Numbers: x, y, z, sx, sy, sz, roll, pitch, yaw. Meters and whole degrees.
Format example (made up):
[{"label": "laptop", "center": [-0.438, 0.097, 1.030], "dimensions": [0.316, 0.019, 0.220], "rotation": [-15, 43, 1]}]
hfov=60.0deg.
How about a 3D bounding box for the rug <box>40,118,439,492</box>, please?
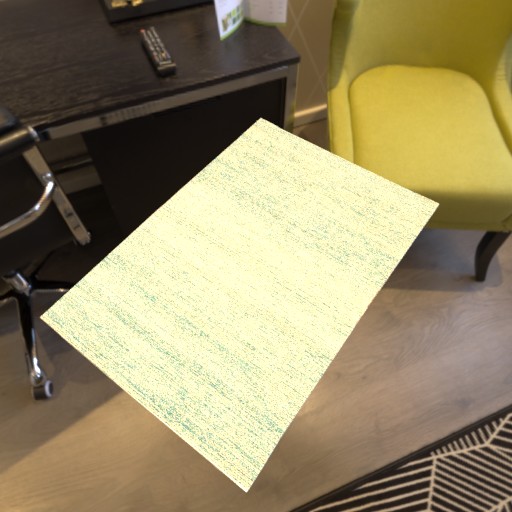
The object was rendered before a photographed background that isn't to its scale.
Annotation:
[{"label": "rug", "center": [0.000, 0.000, 2.949], "dimensions": [1.593, 0.029, 2.305], "rotation": [32, 62, 19]}]
